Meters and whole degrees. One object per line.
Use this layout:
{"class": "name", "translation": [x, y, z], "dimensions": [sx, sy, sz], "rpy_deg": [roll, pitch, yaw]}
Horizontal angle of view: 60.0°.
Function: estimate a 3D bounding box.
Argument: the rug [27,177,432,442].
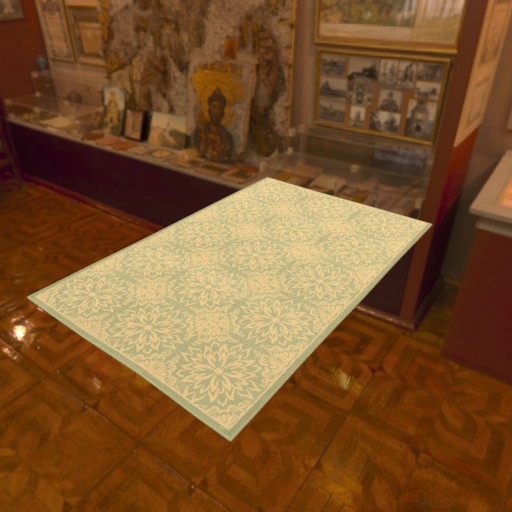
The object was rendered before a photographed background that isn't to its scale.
{"class": "rug", "translation": [0.000, 0.000, 3.461], "dimensions": [1.819, 0.018, 2.746], "rpy_deg": [22, 38, 31]}
